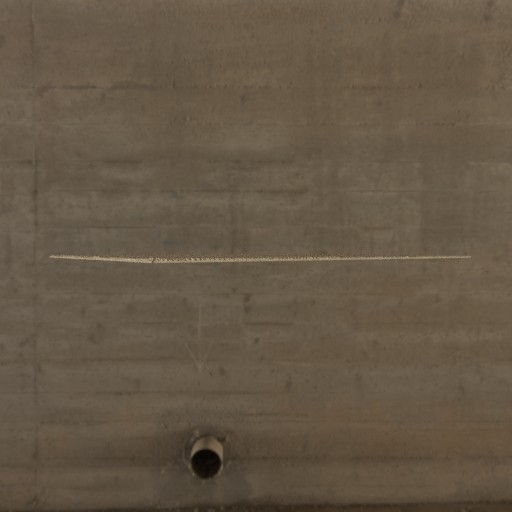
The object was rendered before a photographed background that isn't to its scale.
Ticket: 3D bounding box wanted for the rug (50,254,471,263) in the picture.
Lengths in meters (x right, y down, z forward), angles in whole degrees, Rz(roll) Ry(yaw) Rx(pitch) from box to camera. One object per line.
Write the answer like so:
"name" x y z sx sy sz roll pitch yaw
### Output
"rug" 0.000 0.000 4.091 3.052 0.030 2.429 0 1 -36
